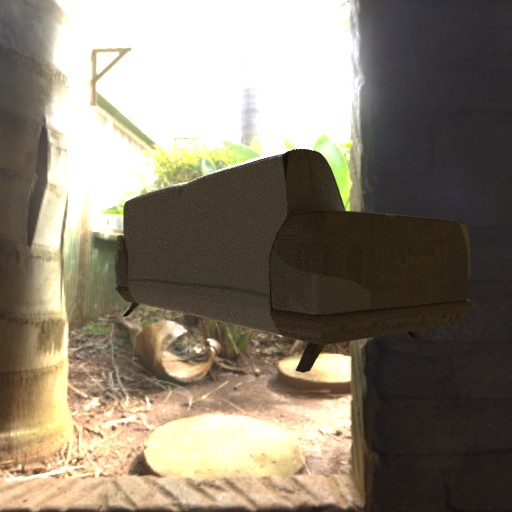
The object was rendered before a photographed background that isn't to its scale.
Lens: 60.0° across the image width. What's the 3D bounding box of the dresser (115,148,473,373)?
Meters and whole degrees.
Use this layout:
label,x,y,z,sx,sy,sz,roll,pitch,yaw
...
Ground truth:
label,x,y,z,sx,sy,sz,roll,pitch,yaw
dresser,0.000,0.000,5.811,2.251,1.863,4.679,0,0,-36
